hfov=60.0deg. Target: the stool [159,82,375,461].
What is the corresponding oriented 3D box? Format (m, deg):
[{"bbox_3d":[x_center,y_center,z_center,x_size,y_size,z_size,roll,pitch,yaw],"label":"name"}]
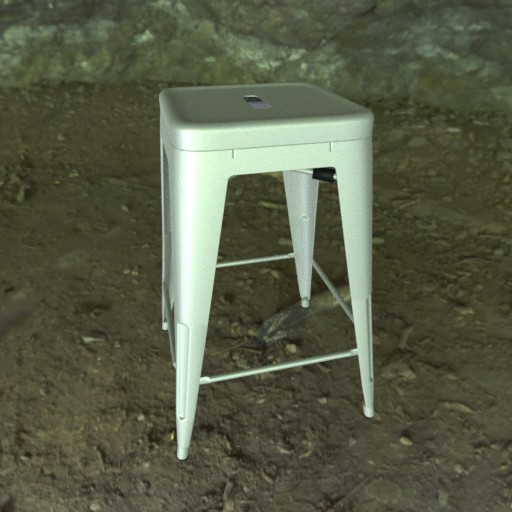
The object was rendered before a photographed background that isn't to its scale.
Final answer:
[{"bbox_3d":[0.000,0.000,0.893,0.410,0.608,0.410,-7,31,-12],"label":"stool"}]
